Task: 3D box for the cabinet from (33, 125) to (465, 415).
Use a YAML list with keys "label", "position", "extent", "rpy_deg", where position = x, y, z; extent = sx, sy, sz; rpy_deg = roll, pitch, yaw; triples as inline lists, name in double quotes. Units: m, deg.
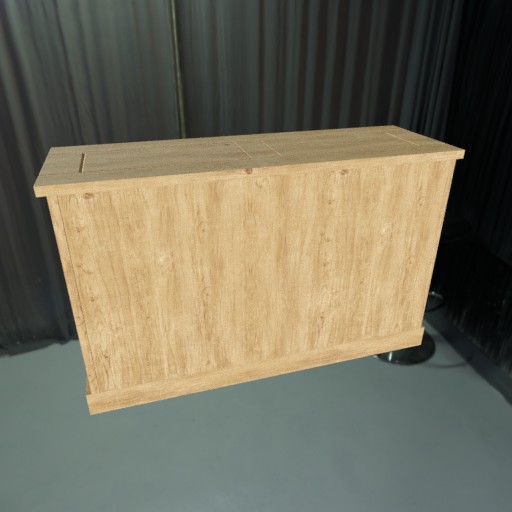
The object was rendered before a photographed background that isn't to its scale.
- label: "cabinet"
  position: [0.000, 0.000, 1.674]
  extent: [1.321, 0.810, 0.432]
  rpy_deg: [-8, 28, -15]
